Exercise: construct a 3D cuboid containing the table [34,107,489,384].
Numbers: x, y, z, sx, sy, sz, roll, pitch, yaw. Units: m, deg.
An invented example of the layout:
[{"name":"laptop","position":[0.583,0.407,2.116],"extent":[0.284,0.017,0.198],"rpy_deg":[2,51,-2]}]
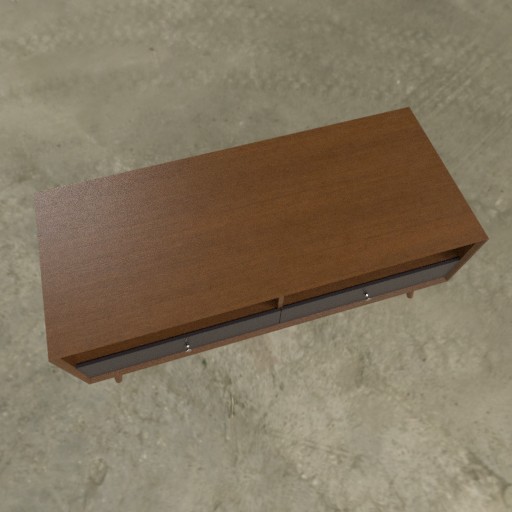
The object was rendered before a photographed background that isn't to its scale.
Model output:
[{"name":"table","position":[0.000,0.000,1.384],"extent":[1.119,0.464,0.490],"rpy_deg":[-15,64,-7]}]
